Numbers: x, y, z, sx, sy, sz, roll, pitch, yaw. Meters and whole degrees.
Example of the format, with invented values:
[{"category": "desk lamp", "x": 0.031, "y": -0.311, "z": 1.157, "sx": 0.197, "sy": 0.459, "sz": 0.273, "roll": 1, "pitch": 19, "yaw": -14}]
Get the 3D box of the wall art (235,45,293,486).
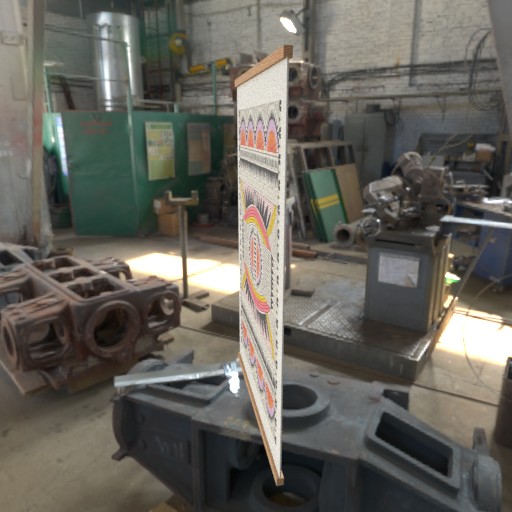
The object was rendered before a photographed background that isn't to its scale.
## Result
[{"category": "wall art", "x": 0.000, "y": 0.000, "z": 1.944, "sx": 0.028, "sy": 1.533, "sz": 0.999, "roll": -3, "pitch": 16, "yaw": -10}]
